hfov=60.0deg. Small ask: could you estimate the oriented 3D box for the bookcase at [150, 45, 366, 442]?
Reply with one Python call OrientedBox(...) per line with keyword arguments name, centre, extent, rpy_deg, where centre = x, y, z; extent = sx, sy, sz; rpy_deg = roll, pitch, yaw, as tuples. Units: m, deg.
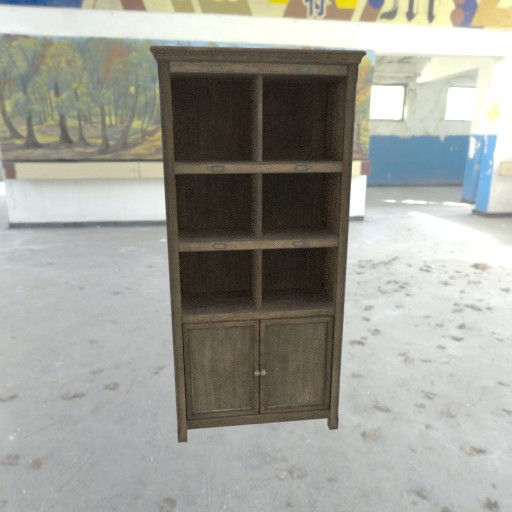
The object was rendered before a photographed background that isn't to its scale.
OrientedBox(name="bookcase", centre=(0.000, 0.000, 2.241), extent=(0.906, 1.880, 0.348), rpy_deg=(-2, 15, -7))
